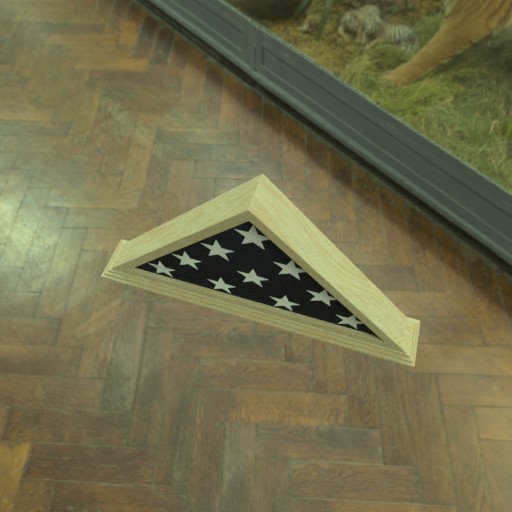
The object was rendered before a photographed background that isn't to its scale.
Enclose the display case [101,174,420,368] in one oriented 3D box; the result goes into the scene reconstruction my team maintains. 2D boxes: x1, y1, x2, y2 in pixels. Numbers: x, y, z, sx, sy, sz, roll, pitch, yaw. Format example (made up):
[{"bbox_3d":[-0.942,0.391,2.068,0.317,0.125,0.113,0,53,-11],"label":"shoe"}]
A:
[{"bbox_3d":[0.000,0.000,0.746,0.640,0.340,0.095,15,60,9],"label":"display case"}]
